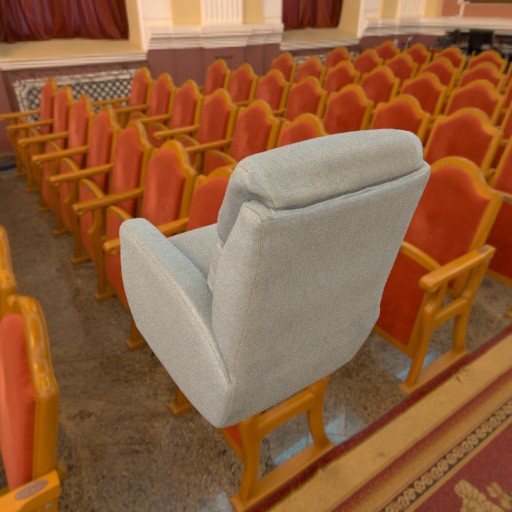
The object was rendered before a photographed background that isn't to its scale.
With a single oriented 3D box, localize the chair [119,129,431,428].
[{"bbox_3d":[0.000,0.000,1.652,0.794,1.016,0.940,-19,35,-29],"label":"chair"}]
